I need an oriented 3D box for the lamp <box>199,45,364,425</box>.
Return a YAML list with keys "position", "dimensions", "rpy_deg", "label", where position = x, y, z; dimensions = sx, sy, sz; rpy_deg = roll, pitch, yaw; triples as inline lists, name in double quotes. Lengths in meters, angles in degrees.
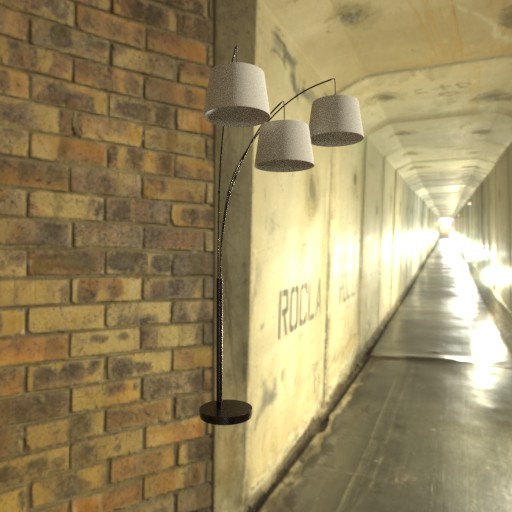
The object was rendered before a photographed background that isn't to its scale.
- position: [0.000, 0.000, 2.481]
  dimensions: [0.951, 1.950, 0.924]
  rpy_deg: [0, -1, -35]
  label: "lamp"
